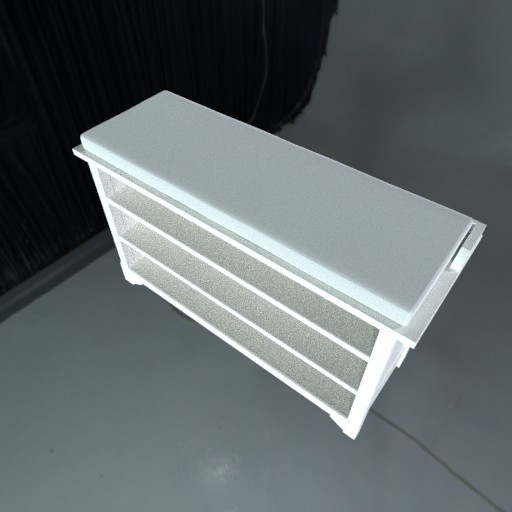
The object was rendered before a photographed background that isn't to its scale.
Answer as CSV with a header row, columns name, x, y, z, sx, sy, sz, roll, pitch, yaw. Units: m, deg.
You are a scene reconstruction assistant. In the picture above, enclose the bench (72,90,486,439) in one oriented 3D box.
name,x,y,z,sx,sy,sz,roll,pitch,yaw
bench,0.000,0.000,1.262,0.987,0.589,0.346,30,54,25
